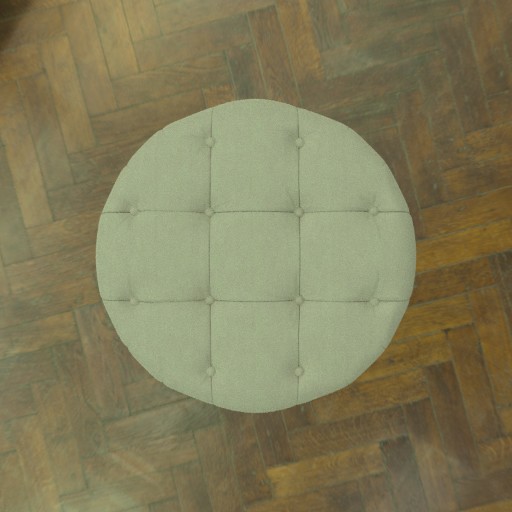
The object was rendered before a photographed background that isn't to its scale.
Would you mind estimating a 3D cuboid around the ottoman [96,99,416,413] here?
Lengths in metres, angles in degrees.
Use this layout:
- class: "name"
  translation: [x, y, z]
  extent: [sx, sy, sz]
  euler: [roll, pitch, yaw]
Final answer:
- class: "ottoman"
  translation: [0.000, 0.000, 1.397]
  extent: [0.901, 0.439, 0.901]
  euler: [0, 90, 1]
